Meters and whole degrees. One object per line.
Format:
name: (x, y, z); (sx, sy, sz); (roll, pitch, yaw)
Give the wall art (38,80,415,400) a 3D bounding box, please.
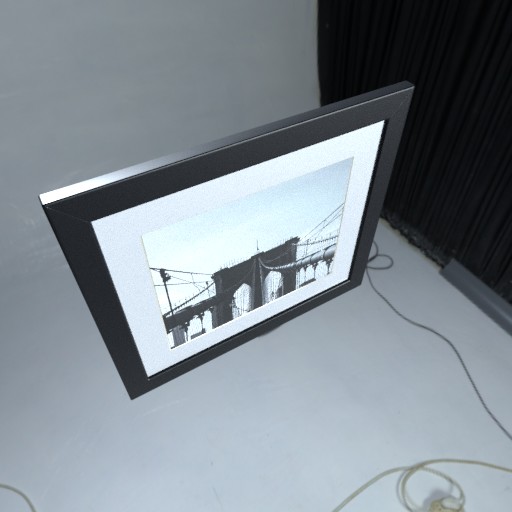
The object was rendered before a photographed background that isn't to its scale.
wall art: (0.000, 0.000, 0.714); (0.521, 0.450, 0.018); (-23, 51, -20)
